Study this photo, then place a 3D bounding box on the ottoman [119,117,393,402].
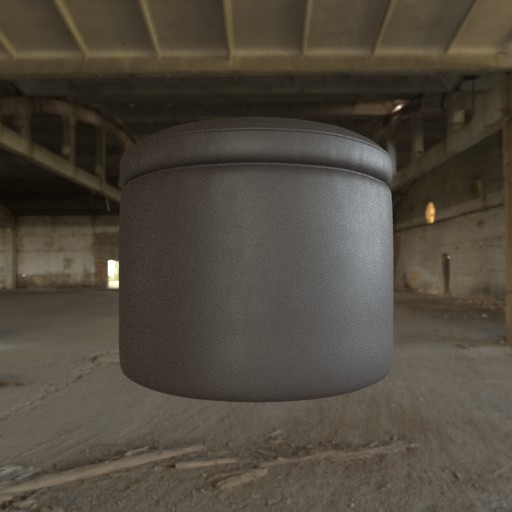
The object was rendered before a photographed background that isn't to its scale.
[{"bbox_3d":[0.000,0.000,0.844,0.500,0.409,0.500,0,-1,0],"label":"ottoman"}]
